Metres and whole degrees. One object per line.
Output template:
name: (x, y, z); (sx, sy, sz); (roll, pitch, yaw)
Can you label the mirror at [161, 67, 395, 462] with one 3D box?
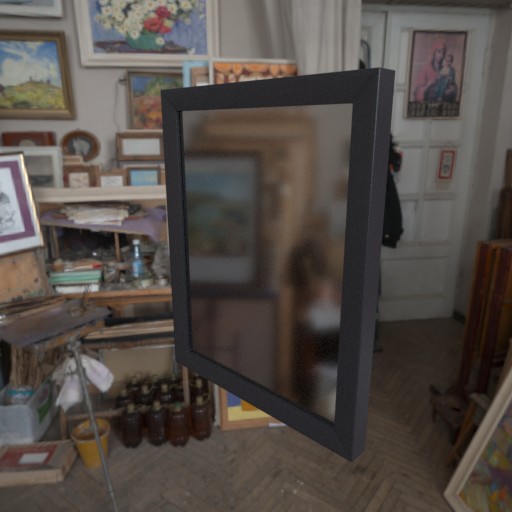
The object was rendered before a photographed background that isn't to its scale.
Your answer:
mirror: (0.000, 0.000, 0.692); (0.405, 0.508, 0.041); (15, 21, 42)
